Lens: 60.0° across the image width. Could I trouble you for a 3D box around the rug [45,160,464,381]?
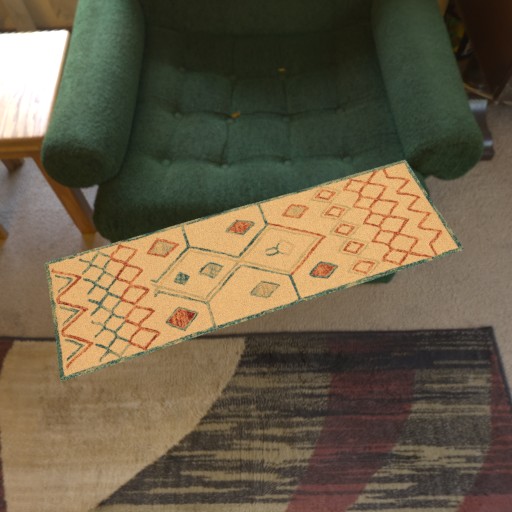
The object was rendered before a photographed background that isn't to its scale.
[{"bbox_3d":[0.000,0.000,2.690,2.435,0.011,0.750,-17,63,-9],"label":"rug"}]
